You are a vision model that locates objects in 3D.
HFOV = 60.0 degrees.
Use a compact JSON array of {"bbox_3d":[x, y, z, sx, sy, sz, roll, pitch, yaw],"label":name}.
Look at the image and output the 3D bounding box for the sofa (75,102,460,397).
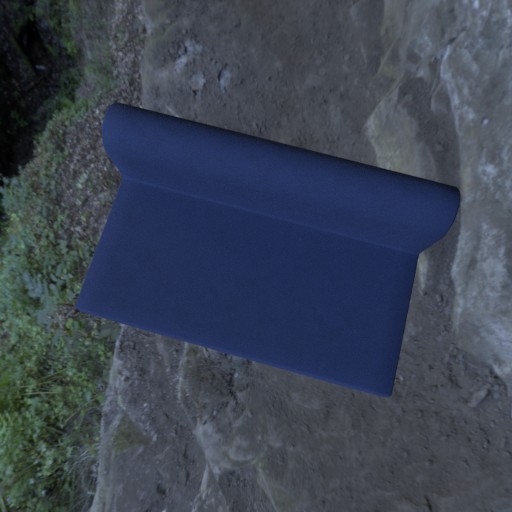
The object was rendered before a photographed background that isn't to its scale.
[{"bbox_3d":[0.000,0.000,1.712,1.219,0.660,0.762,15,77,4],"label":"sofa"}]
